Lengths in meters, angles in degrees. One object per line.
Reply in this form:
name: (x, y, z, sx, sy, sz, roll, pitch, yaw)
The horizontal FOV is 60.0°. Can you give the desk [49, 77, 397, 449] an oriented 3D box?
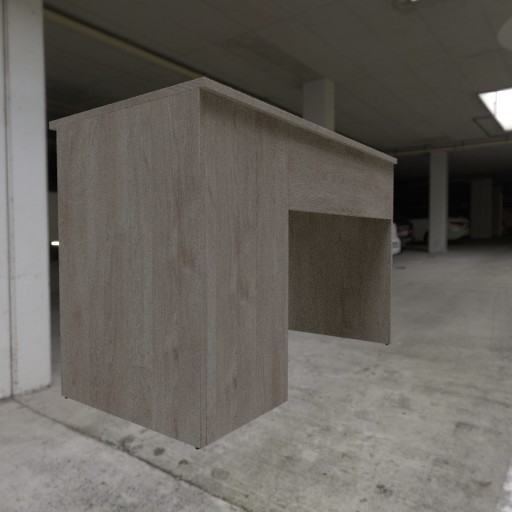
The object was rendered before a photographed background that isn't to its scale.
desk: (0.000, 0.000, 1.469, 0.560, 0.735, 1.097, 2, 3, 36)
